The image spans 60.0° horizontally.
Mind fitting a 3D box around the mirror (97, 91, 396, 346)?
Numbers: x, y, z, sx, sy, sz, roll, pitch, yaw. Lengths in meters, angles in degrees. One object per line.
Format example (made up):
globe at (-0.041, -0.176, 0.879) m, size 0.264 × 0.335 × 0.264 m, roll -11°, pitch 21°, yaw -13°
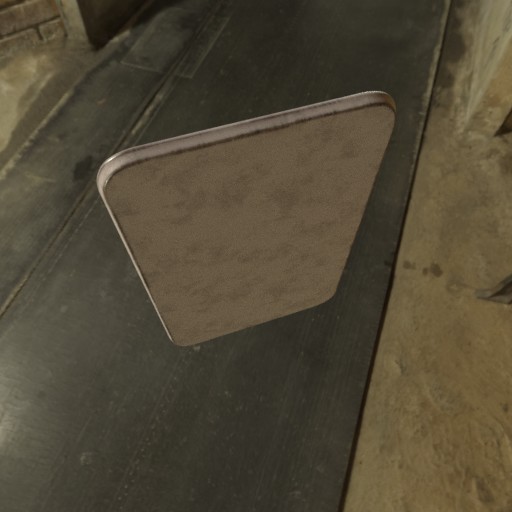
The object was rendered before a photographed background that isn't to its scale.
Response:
mirror at (0.000, 0.000, 0.909) m, size 0.461 × 0.713 × 0.024 m, roll -16°, pitch 61°, yaw -9°
